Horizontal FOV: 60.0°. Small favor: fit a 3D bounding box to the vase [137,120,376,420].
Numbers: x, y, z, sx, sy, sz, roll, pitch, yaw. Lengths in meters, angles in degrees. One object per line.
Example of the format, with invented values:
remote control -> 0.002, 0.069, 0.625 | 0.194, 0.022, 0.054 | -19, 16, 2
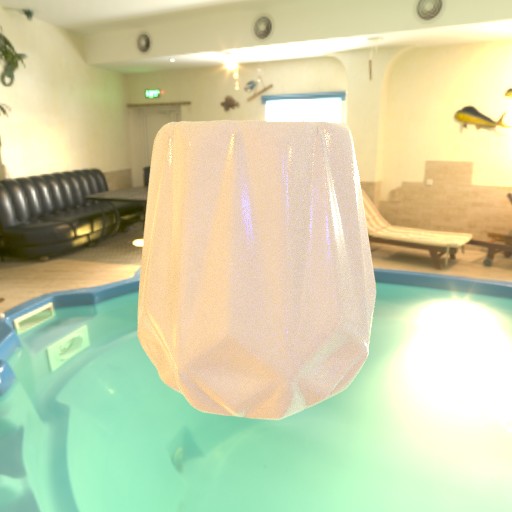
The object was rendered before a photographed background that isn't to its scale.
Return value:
vase -> 0.000, 0.000, 0.263 | 0.141, 0.152, 0.141 | 0, 15, 0
